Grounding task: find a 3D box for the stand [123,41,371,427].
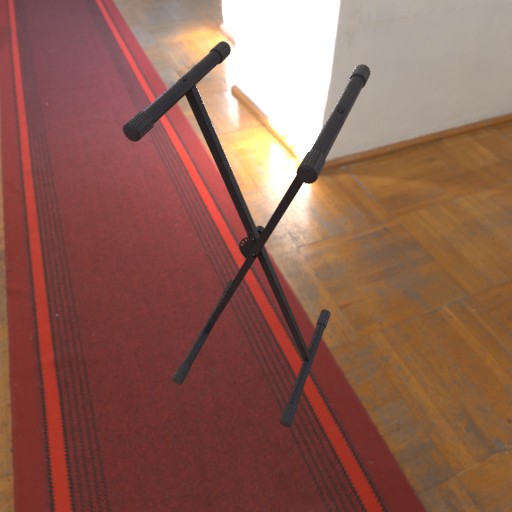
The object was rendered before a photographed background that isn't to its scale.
[{"bbox_3d":[0.000,0.000,1.205,0.409,0.940,0.449,17,49,15],"label":"stand"}]
